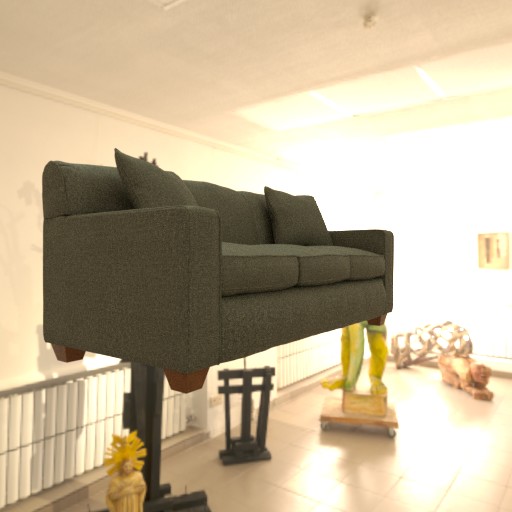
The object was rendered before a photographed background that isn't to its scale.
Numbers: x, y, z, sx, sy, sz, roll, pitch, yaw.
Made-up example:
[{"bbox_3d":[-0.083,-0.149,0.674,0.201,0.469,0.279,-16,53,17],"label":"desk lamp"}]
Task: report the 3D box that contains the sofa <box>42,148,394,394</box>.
[{"bbox_3d":[0.000,0.000,2.561,0.997,0.958,2.024,0,0,36],"label":"sofa"}]
